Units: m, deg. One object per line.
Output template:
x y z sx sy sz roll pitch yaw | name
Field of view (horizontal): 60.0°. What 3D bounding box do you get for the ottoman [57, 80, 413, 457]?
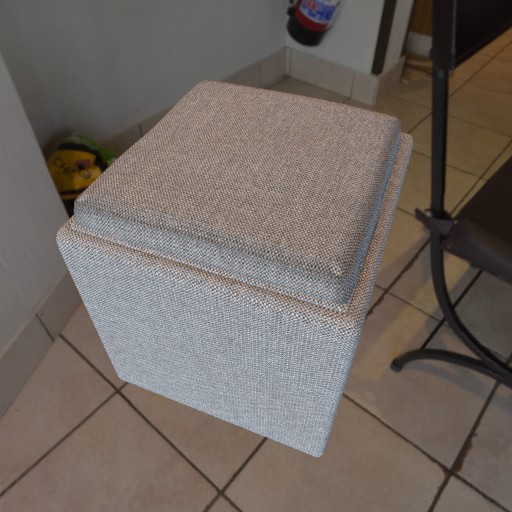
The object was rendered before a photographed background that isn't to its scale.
0.000 0.000 0.831 0.436 0.487 0.454 16 49 15 | ottoman
